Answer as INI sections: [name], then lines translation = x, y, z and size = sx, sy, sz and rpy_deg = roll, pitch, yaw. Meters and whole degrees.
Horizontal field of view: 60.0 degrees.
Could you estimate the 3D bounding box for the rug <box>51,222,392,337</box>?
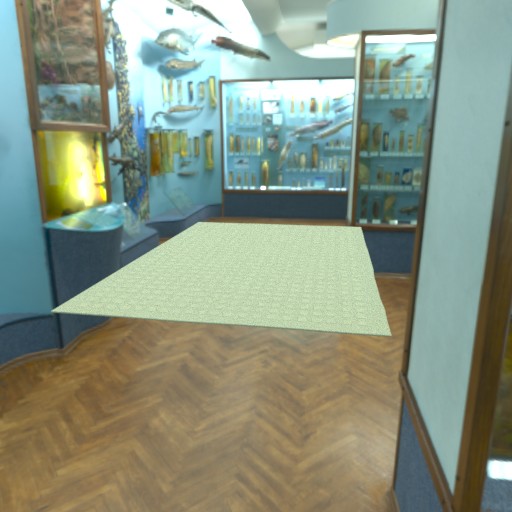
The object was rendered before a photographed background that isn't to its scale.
[rug]
translation = 0.000, 0.000, 2.269
size = 1.143, 0.006, 1.747
rpy_deg = 3, 15, 9
